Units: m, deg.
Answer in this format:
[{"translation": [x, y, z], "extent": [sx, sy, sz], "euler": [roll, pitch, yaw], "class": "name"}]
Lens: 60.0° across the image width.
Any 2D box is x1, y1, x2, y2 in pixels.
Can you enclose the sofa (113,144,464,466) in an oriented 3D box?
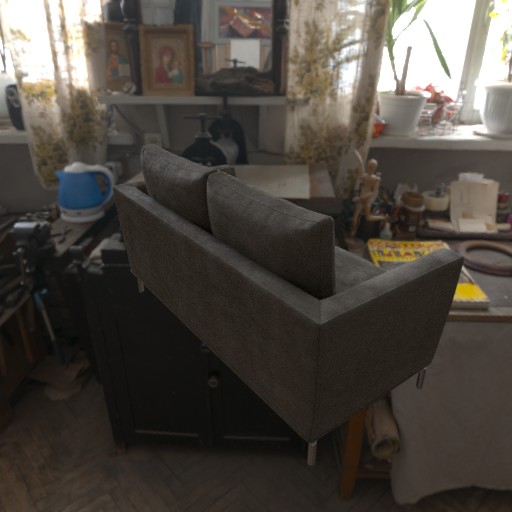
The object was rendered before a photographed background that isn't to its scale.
[{"translation": [0.000, 0.000, 2.385], "extent": [0.855, 1.013, 1.832], "euler": [-18, 32, -32], "class": "sofa"}]
